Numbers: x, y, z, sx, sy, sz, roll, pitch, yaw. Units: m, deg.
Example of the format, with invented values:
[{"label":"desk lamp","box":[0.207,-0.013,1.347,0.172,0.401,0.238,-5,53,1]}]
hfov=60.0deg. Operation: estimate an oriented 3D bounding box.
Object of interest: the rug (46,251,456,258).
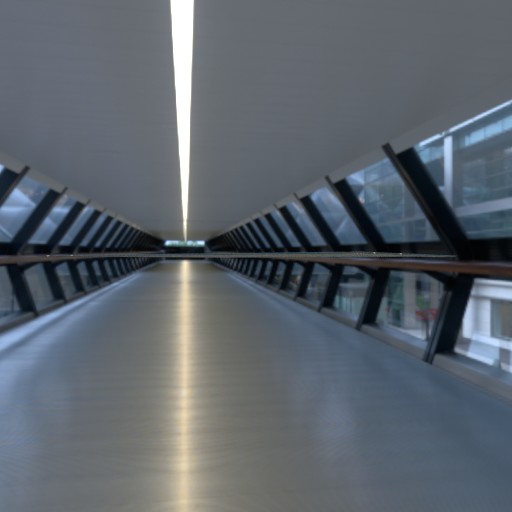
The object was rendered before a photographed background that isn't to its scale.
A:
[{"label":"rug","box":[0.000,0.000,3.923,2.867,0.020,2.277,0,-1,35]}]
